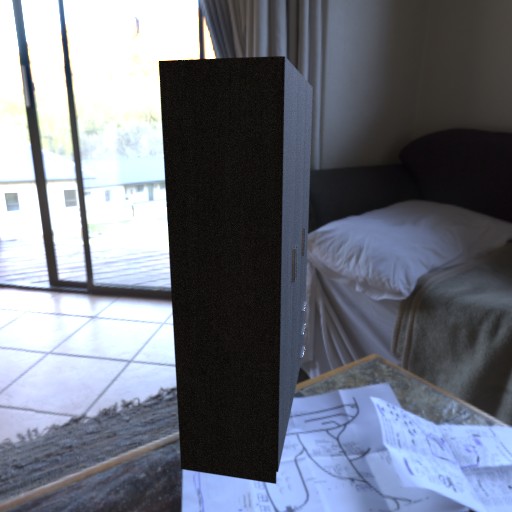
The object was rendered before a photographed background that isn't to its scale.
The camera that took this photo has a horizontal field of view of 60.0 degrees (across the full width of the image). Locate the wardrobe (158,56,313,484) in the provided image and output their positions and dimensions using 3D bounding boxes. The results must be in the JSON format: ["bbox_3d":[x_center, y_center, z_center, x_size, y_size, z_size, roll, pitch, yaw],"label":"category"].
[{"bbox_3d":[0.000,0.000,2.537,0.510,1.910,1.290,3,16,11],"label":"wardrobe"}]
